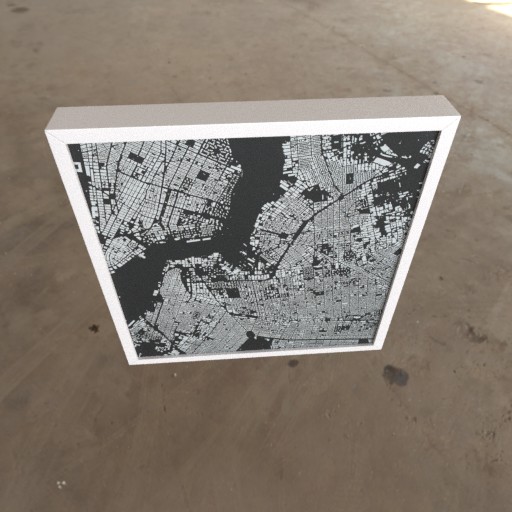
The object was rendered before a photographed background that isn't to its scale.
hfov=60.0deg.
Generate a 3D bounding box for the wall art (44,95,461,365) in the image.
[{"bbox_3d":[0.000,0.000,0.442,0.305,0.305,0.037,-3,44,-3],"label":"wall art"}]
